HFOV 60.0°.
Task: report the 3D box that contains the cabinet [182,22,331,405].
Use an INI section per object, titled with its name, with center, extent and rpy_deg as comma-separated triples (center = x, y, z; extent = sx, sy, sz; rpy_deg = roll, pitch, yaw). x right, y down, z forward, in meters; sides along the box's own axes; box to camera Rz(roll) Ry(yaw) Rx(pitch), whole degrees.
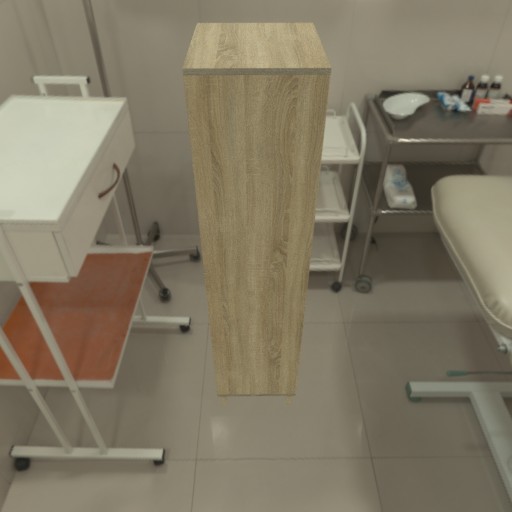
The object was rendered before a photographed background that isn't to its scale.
[cabinet]
center = 0.000, 0.000, 2.175
extent = 0.450, 1.960, 0.510
rpy_deg = 0, 41, -1
